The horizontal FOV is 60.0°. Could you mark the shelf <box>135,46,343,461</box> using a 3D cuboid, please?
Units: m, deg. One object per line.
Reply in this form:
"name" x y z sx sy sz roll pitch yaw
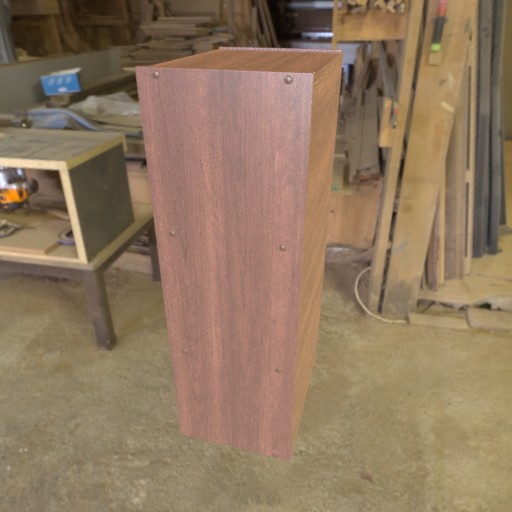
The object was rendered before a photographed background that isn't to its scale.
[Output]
"shelf" 0.000 0.000 1.067 0.290 0.879 0.414 8 30 14
